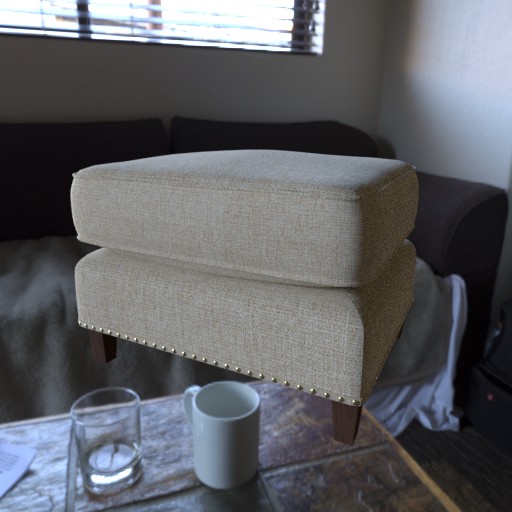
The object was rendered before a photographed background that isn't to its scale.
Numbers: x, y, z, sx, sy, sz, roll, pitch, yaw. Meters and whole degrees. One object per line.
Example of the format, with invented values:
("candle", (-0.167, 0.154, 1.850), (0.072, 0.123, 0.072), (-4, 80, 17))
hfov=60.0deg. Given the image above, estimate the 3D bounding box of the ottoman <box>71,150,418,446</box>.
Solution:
("ottoman", (0.000, 0.000, 1.153), (0.738, 0.537, 0.589), (9, 20, 26))
